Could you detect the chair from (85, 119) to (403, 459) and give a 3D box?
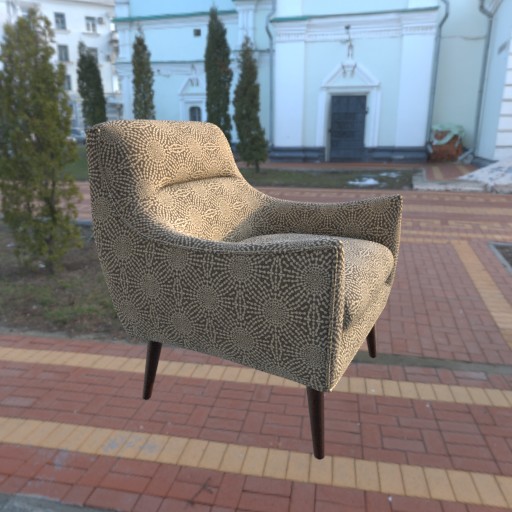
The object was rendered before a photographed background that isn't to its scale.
[{"bbox_3d":[0.000,0.000,1.422,0.787,0.838,0.762,8,18,26],"label":"chair"}]
